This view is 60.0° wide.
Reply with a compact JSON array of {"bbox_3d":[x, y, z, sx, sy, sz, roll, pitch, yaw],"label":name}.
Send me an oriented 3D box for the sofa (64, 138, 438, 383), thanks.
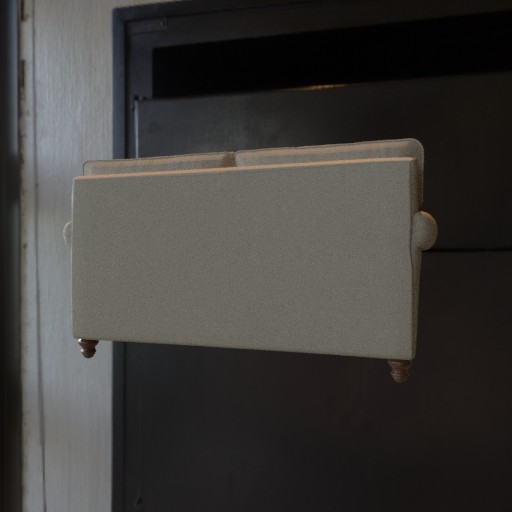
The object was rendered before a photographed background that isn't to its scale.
[{"bbox_3d":[0.000,0.000,2.229,1.665,0.937,0.964,0,0,17],"label":"sofa"}]
